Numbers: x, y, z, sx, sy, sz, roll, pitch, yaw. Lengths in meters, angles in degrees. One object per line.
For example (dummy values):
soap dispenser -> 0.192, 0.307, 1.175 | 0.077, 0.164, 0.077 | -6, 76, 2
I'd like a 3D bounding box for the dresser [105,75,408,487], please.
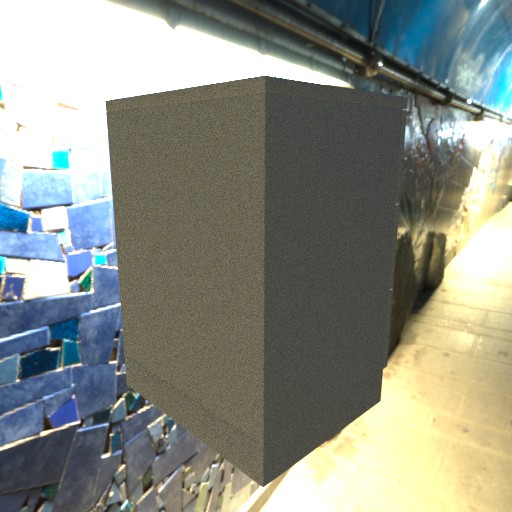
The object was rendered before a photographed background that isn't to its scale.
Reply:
dresser -> 0.000, 0.000, 0.836 | 0.360, 0.560, 0.400 | -13, 19, -43
